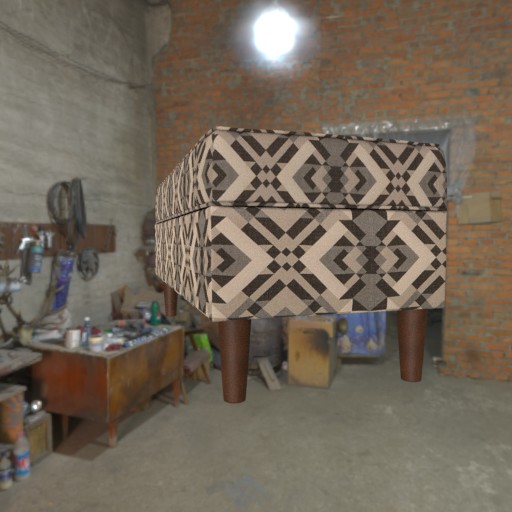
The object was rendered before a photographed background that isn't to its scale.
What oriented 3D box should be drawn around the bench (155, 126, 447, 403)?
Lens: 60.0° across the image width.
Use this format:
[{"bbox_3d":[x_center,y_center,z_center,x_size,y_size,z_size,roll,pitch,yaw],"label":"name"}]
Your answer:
[{"bbox_3d":[0.000,0.000,1.278,0.492,0.477,1.016,-1,2,-18],"label":"bench"}]
